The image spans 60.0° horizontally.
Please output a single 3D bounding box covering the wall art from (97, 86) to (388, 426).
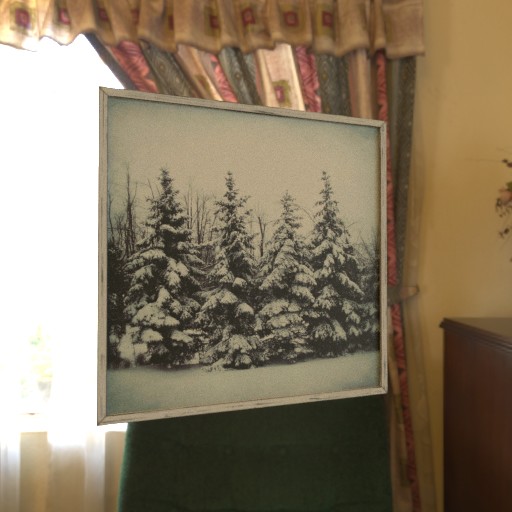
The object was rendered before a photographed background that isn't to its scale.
[{"bbox_3d":[0.000,0.000,1.132,0.761,0.761,0.037,0,-1,-19],"label":"wall art"}]
